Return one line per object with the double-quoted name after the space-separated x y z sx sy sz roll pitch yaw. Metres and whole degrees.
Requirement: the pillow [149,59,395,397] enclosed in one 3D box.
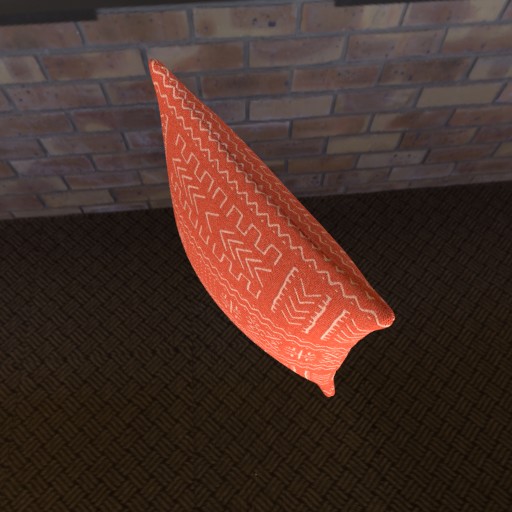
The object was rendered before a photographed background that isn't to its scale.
0.000 0.000 0.671 0.164 0.429 0.438 -34 69 -16 "pillow"
